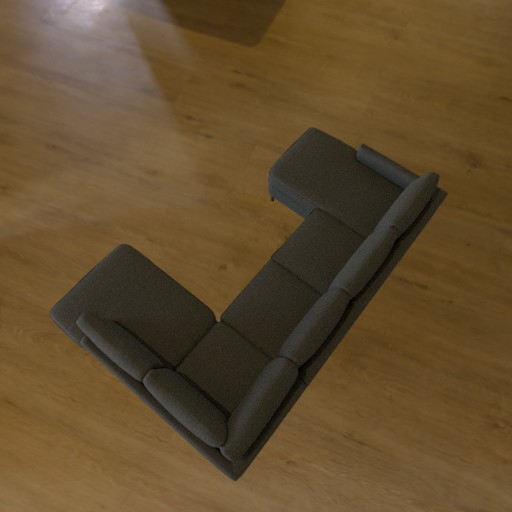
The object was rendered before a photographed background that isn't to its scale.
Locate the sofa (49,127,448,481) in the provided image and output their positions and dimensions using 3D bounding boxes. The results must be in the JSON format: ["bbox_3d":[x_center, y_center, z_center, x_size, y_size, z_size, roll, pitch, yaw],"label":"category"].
[{"bbox_3d":[0.000,0.000,3.832,1.984,0.858,2.975,36,70,16],"label":"sofa"}]
